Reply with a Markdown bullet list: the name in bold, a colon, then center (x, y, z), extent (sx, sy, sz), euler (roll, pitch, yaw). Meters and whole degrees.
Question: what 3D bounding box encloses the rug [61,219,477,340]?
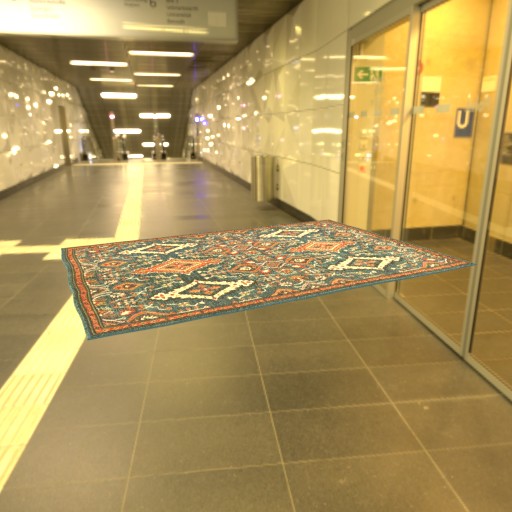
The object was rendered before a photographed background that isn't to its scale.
- **rug**: center (0.000, 0.000, 3.009), extent (2.373, 0.009, 1.622), euler (-8, 18, -25)
